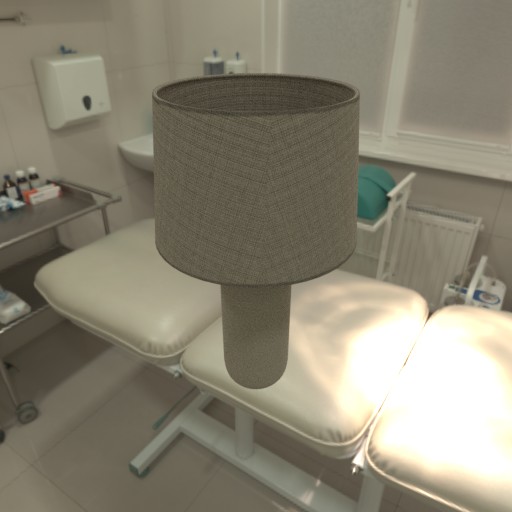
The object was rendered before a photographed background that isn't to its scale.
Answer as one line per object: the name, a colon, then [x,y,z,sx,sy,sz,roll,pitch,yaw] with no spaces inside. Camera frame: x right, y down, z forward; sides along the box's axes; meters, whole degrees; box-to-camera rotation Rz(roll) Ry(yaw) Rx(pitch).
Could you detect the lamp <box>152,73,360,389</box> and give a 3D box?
lamp: [0.000,0.000,0.849,0.367,0.609,0.367,0,31,0]
